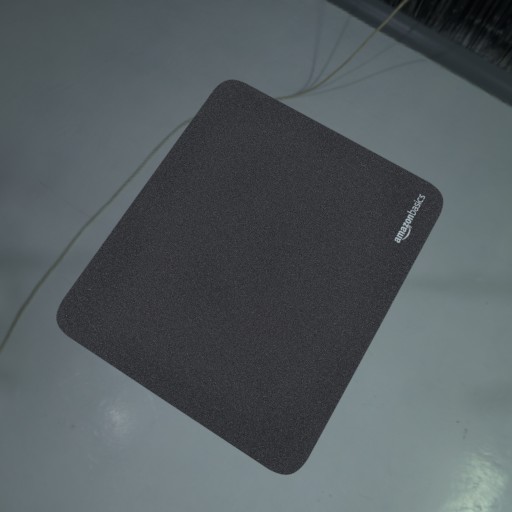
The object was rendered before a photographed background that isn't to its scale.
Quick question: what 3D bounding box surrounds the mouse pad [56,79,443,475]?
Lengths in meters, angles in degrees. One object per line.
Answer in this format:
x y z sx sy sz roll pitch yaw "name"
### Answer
0.000 0.000 0.432 0.269 0.002 0.315 31 78 7 "mouse pad"
